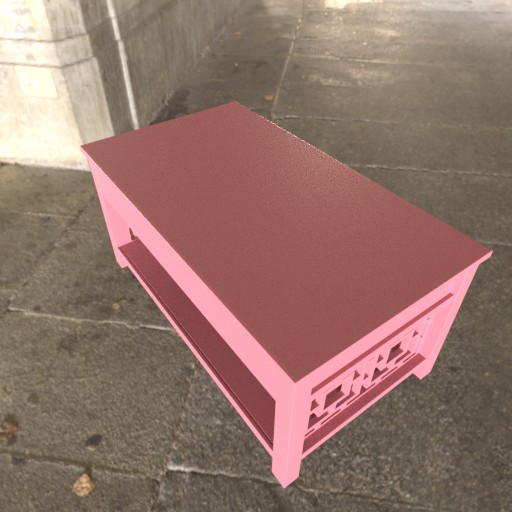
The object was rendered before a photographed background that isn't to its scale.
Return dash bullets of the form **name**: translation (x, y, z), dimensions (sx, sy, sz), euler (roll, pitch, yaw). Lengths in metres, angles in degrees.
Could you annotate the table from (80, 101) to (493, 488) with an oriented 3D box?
- **table**: translation (0.000, 0.000, 1.387), dimensions (0.612, 0.493, 1.068), euler (-26, 48, -26)
